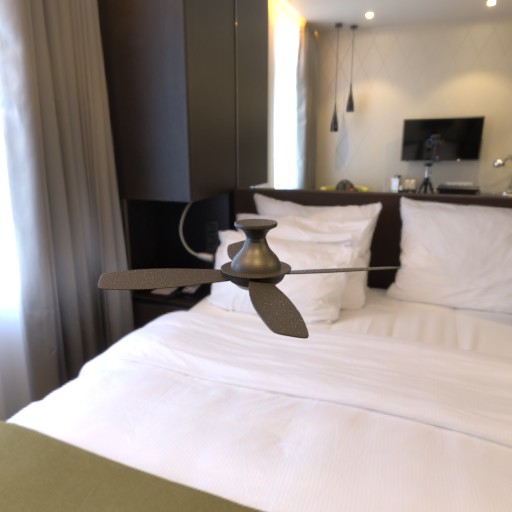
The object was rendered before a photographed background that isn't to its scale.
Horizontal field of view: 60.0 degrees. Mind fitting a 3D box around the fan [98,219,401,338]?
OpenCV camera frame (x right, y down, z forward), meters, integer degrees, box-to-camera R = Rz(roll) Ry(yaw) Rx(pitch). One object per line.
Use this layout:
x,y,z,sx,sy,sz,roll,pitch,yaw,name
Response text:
0.000,0.000,2.467,1.694,0.382,1.694,-2,14,-9,fan
